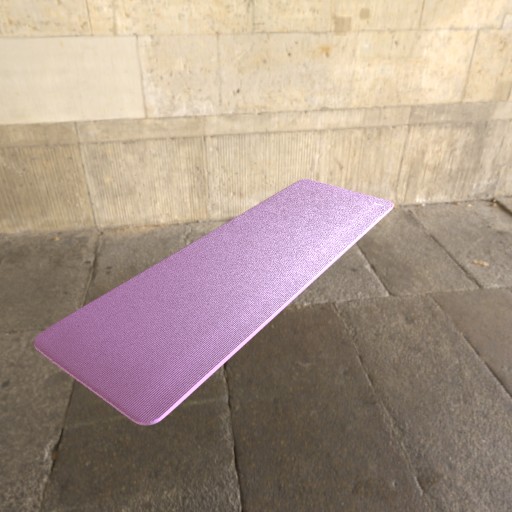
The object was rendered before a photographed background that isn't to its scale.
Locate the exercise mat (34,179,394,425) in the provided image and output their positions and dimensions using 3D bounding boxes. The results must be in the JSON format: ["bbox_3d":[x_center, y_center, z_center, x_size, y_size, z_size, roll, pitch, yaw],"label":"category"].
[{"bbox_3d":[0.000,0.000,2.040,0.616,0.021,1.869,22,38,30],"label":"exercise mat"}]
